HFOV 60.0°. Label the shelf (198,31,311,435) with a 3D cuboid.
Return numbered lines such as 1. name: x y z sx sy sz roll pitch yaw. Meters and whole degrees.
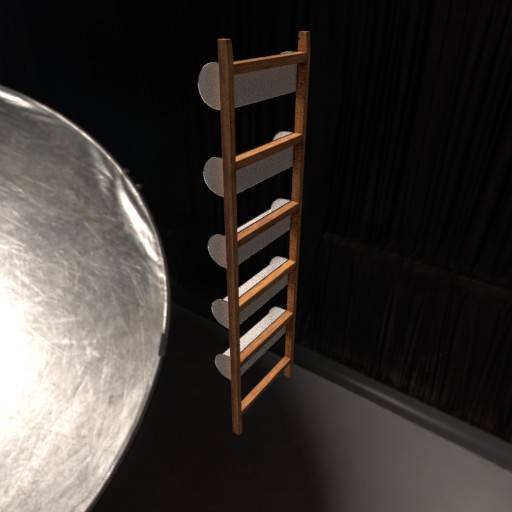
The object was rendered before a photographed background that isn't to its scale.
1. shelf: 0.000 0.000 1.786 0.141 1.600 0.454 20 35 30
